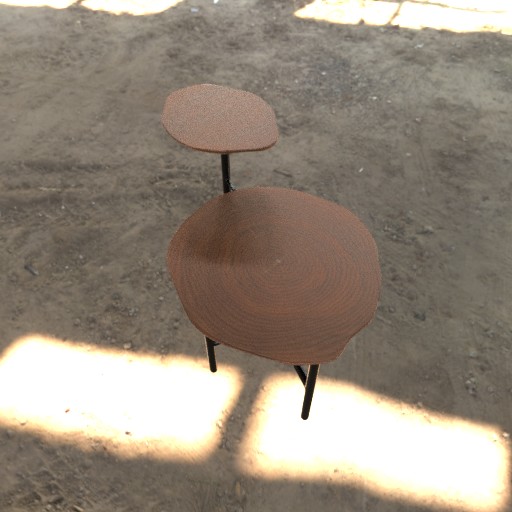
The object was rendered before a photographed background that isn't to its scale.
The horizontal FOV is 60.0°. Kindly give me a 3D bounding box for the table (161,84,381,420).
[{"bbox_3d":[0.000,0.000,1.090,0.442,0.538,0.759,-16,49,-15],"label":"table"}]
